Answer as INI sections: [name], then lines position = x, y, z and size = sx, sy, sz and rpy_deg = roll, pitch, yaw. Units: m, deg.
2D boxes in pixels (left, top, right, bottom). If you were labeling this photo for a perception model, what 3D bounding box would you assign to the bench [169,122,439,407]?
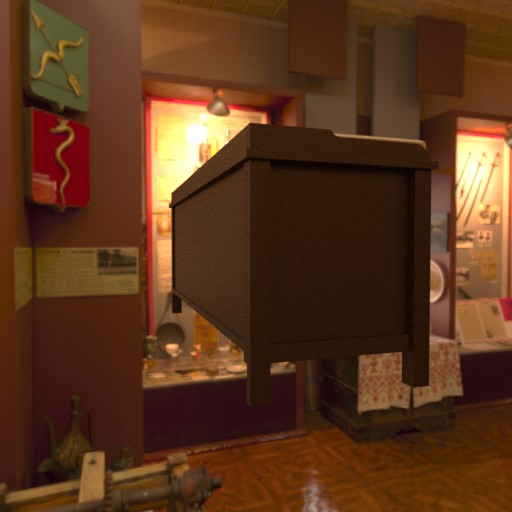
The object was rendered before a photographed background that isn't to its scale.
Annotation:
[bench]
position = 0.000, 0.000, 1.366
size = 0.398, 0.501, 1.140
rpy_deg = -1, 2, -18
